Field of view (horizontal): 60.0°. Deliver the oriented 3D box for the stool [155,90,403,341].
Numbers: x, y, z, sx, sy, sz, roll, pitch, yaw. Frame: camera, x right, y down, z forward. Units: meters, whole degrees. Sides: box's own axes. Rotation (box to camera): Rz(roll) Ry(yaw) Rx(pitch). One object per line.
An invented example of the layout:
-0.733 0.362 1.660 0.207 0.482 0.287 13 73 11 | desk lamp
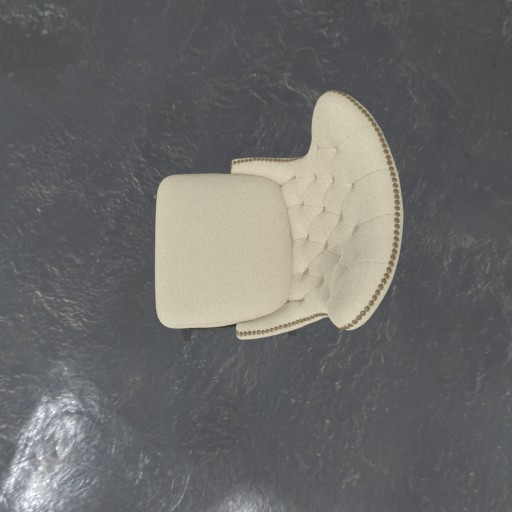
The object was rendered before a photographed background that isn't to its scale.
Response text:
0.000 0.000 1.347 0.593 0.971 0.528 -3 76 -1 | stool
